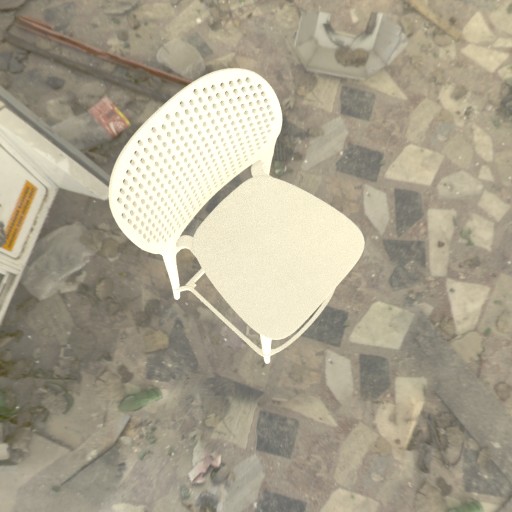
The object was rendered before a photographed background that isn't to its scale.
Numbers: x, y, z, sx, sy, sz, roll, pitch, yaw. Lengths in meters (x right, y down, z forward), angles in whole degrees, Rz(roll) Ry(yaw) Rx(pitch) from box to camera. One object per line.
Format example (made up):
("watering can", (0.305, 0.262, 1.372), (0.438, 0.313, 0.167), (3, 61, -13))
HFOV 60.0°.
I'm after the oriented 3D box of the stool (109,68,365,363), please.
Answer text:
("stool", (0.000, 0.000, 1.366), (0.535, 1.045, 0.536), (42, 79, 10))
